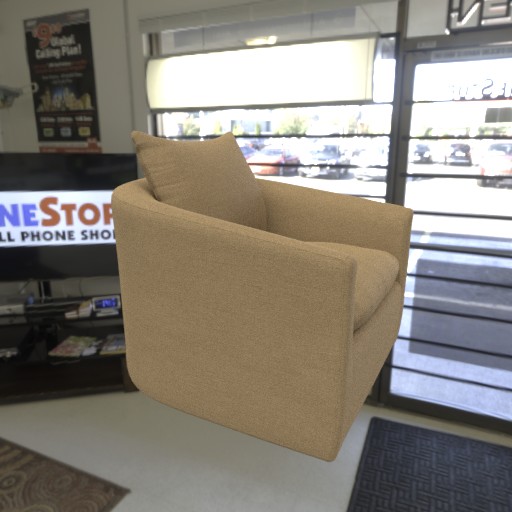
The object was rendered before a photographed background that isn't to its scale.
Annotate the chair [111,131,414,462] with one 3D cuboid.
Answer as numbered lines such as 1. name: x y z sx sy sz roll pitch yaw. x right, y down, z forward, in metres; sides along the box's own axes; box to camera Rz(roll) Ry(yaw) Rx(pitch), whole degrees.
1. chair: 0.000 0.000 1.553 0.910 0.848 0.845 8 17 27
